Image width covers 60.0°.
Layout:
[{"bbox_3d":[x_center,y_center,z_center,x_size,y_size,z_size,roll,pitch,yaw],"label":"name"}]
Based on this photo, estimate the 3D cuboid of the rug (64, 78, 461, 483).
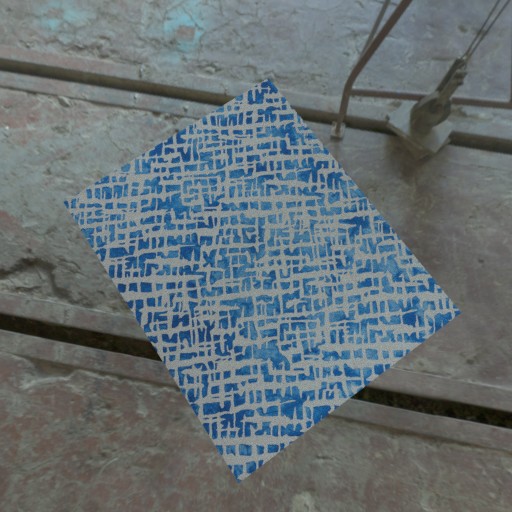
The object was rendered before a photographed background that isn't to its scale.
[{"bbox_3d":[0.000,0.000,4.132,2.435,0.007,3.007,-34,78,-8],"label":"rug"}]
